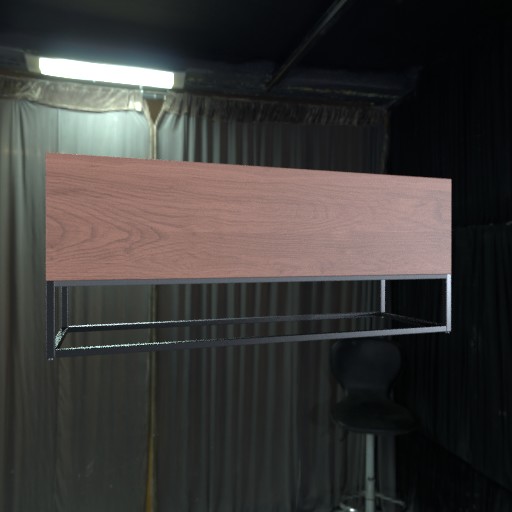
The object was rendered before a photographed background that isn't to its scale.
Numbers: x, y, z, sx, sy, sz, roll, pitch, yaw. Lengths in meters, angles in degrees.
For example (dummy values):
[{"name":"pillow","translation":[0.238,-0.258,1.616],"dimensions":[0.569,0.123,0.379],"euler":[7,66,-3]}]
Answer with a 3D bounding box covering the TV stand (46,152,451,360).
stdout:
[{"name":"TV stand","translation":[0.000,0.000,1.448],"dimensions":[1.200,0.500,0.415],"euler":[0,0,-18]}]
